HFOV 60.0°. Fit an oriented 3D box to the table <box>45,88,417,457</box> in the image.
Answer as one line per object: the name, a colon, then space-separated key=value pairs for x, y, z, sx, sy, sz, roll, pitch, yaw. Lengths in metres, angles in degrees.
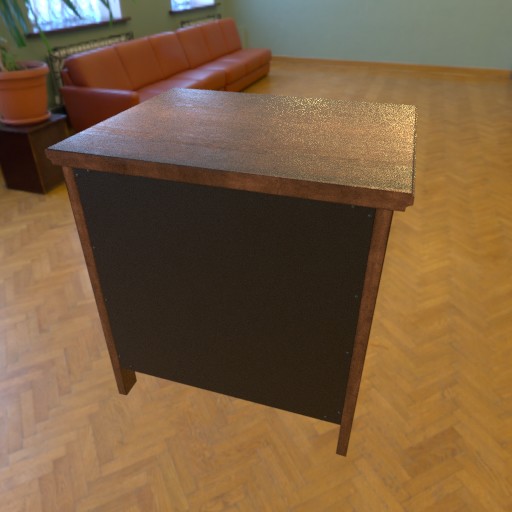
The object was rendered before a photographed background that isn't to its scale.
table: x=0.000 y=0.000 z=1.001 sx=0.586 sy=0.597 sz=0.461 roll=10 pitch=34 yaw=15
